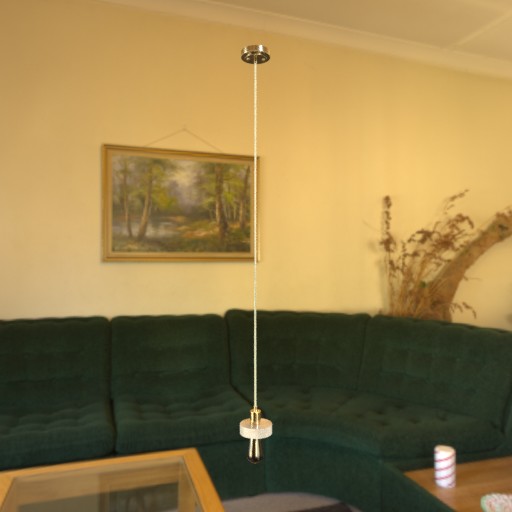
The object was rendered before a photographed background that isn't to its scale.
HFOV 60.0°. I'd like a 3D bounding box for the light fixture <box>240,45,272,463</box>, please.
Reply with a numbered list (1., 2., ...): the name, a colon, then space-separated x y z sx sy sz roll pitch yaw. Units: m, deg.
1. light fixture: 0.000 0.000 1.800 0.129 1.669 0.129 1 -1 -36
